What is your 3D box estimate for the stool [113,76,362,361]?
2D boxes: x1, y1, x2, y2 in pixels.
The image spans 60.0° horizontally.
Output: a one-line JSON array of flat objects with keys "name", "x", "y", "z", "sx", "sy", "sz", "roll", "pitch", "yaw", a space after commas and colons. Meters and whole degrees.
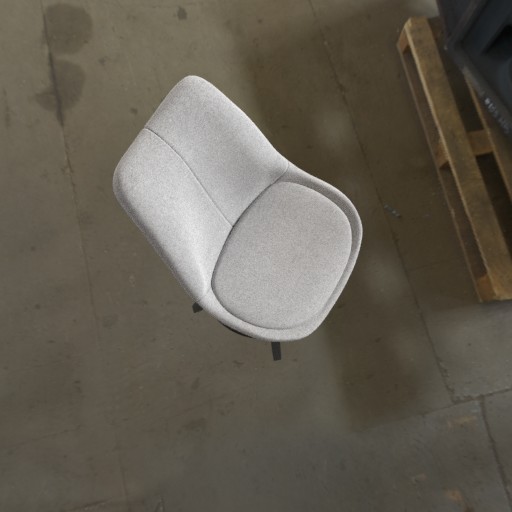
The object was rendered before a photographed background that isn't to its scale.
[{"name": "stool", "x": 0.000, "y": 0.000, "z": 1.405, "sx": 0.550, "sy": 1.115, "sz": 0.485, "roll": 30, "pitch": 78, "yaw": 7}]
